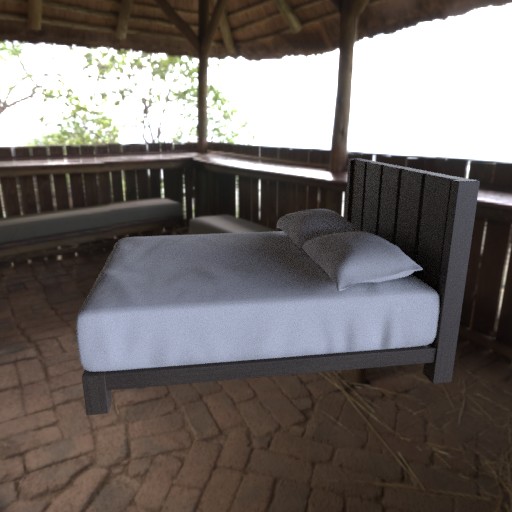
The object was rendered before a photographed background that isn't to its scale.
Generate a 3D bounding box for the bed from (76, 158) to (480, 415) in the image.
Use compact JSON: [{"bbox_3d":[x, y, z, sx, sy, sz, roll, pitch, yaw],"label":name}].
[{"bbox_3d":[0.000,0.000,3.288,2.242,1.270,1.727,-3,17,-9],"label":"bed"}]
